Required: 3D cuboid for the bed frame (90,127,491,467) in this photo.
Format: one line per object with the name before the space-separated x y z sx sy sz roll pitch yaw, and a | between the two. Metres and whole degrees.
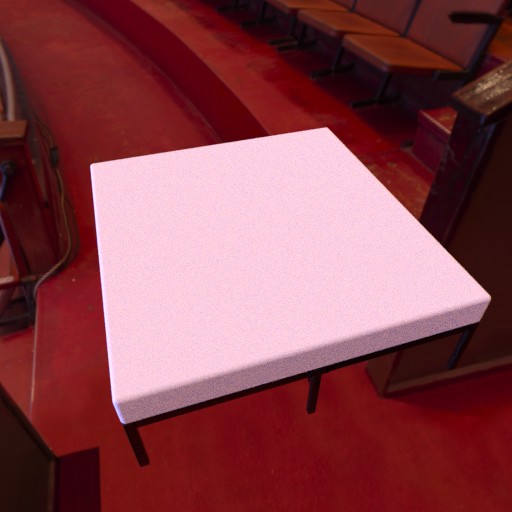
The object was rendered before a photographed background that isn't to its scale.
bed frame | 0.000 0.000 3.046 1.963 0.659 2.079 -12 44 -13
